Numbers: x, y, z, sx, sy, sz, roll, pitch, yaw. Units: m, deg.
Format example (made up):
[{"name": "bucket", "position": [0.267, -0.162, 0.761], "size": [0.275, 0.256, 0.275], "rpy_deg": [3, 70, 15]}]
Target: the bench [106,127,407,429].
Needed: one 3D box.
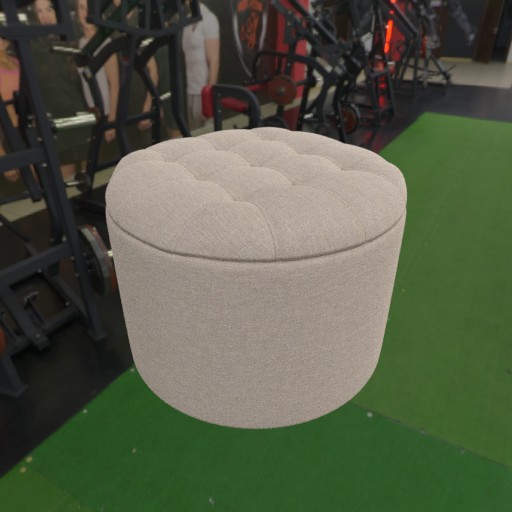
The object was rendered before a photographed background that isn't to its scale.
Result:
[{"name": "bench", "position": [0.000, 0.000, 0.992], "size": [0.600, 0.454, 0.600], "rpy_deg": [0, 30, 0]}]
